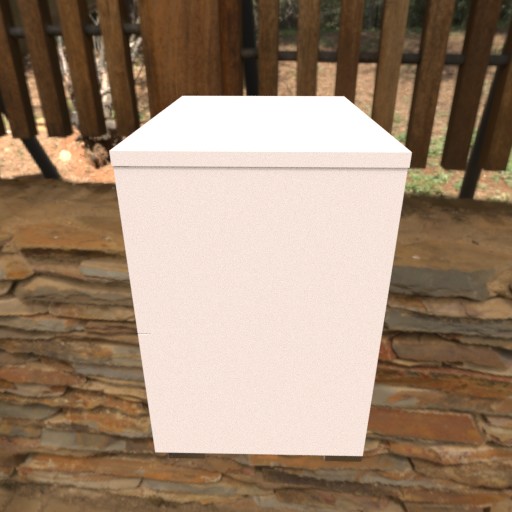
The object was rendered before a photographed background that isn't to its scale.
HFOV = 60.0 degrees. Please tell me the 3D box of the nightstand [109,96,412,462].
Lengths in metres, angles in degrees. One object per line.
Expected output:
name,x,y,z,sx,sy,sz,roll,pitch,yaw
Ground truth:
nightstand,0.000,0.000,0.752,0.325,0.460,0.441,1,27,1
